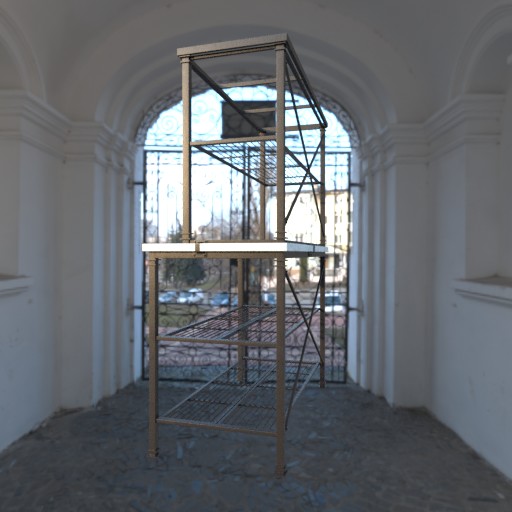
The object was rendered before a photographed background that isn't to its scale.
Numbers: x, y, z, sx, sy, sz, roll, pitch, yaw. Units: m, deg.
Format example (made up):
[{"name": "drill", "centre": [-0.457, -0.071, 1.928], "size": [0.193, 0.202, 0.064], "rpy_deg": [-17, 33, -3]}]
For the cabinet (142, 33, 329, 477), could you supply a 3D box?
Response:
[{"name": "cabinet", "centre": [0.000, 0.000, 2.297], "size": [0.610, 1.659, 1.210], "rpy_deg": [0, 0, 16]}]
